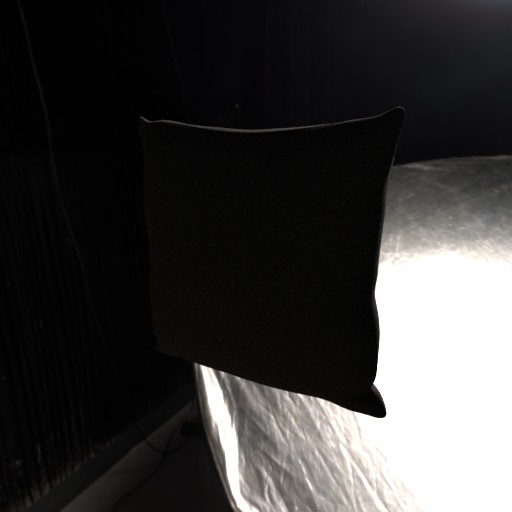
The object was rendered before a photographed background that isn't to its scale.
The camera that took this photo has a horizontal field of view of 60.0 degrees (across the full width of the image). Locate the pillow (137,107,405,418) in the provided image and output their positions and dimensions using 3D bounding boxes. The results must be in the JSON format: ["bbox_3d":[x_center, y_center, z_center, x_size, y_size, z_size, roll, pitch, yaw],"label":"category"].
[{"bbox_3d":[0.000,0.000,0.794,0.503,0.496,0.208,9,18,28],"label":"pillow"}]
